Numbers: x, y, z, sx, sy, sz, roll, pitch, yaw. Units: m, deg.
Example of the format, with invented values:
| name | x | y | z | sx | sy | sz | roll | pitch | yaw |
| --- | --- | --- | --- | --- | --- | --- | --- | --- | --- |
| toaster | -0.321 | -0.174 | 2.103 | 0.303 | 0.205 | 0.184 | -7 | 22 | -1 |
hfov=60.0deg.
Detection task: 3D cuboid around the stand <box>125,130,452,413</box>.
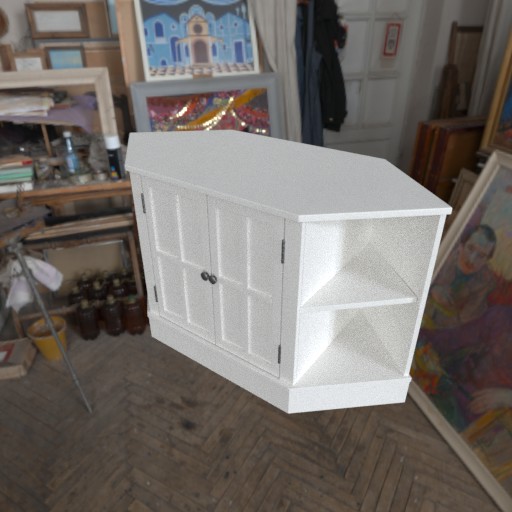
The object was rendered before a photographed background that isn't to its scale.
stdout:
| name | x | y | z | sx | sy | sz | roll | pitch | yaw |
| --- | --- | --- | --- | --- | --- | --- | --- | --- | --- |
| stand | 0.000 | 0.000 | 1.402 | 1.072 | 0.614 | 0.477 | 20 | 36 | 31 |
